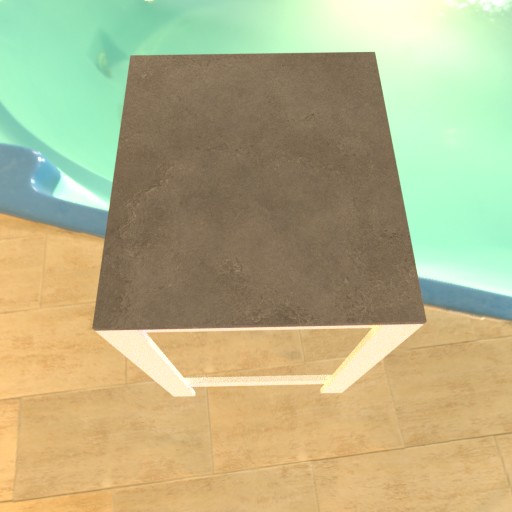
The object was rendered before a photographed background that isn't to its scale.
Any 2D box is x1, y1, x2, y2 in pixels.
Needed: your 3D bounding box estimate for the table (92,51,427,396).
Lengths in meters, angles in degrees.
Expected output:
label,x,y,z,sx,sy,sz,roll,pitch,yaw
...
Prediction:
label,x,y,z,sx,sy,sz,roll,pitch,yaw
table,0.000,0.000,1.558,0.700,1.020,0.800,-1,65,-1
